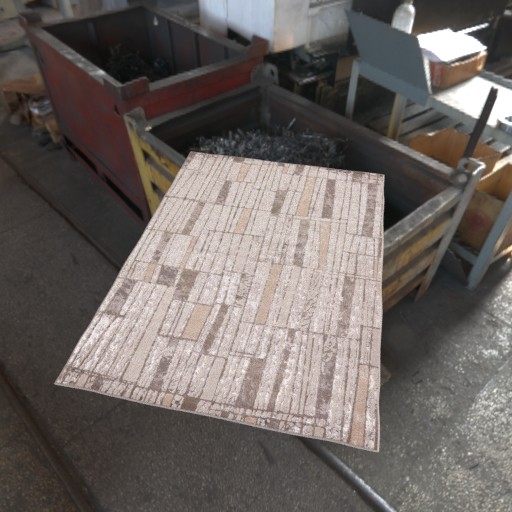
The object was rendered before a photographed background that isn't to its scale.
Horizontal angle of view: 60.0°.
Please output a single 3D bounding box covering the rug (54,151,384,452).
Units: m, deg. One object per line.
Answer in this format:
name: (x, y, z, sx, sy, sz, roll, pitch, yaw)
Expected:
rug: (0.000, 0.000, 4.361, 2.449, 0.019, 3.357, 9, 46, 9)
